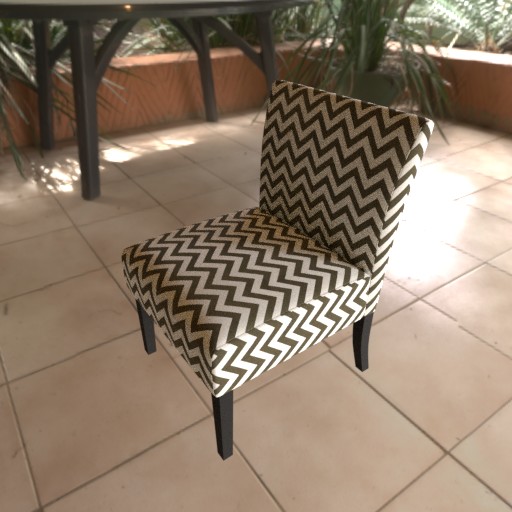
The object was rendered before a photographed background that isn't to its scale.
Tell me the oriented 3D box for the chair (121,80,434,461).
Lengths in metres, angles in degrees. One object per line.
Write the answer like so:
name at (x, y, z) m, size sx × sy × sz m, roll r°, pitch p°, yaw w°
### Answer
chair at (0.000, 0.000, 1.313) m, size 0.648 × 0.838 × 0.589 m, roll -21°, pitch 38°, yaw -30°
